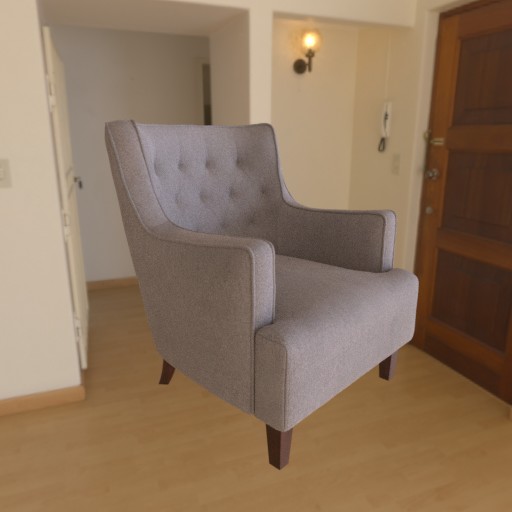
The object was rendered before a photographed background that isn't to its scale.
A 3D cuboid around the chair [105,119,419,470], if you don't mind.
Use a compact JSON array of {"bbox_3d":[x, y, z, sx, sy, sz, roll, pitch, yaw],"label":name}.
[{"bbox_3d":[0.000,0.000,1.561,0.910,0.919,0.781,14,20,41],"label":"chair"}]
